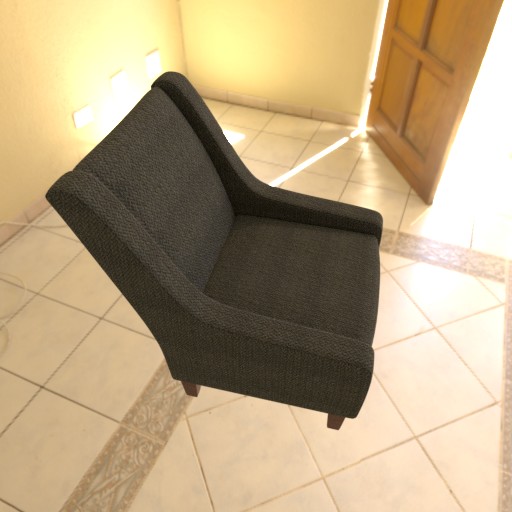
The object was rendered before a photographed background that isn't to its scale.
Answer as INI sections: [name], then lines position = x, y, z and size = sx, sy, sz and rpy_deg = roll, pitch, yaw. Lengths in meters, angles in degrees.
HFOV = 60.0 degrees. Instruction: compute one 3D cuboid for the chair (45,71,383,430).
[chair]
position = 0.000, 0.000, 1.663
size = 0.944, 1.012, 0.793
rpy_deg = 10, 45, 10
